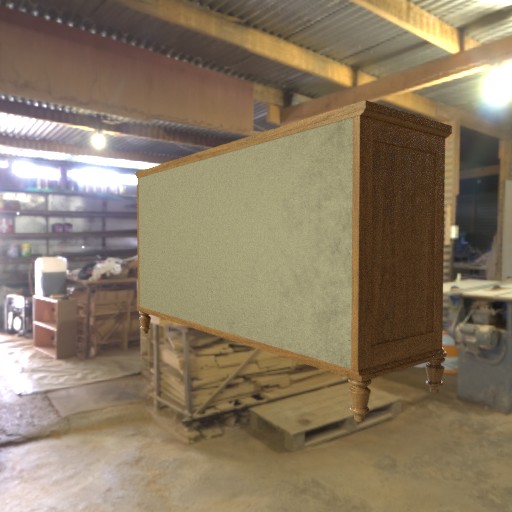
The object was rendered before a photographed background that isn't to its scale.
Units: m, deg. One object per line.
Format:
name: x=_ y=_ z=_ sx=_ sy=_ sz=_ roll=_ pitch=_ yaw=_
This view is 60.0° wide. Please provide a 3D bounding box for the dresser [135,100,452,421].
dresser: x=0.000 y=0.000 z=1.976 sx=0.468 sy=0.892 sz=1.583 roll=-2 pitch=3 yaw=-37
